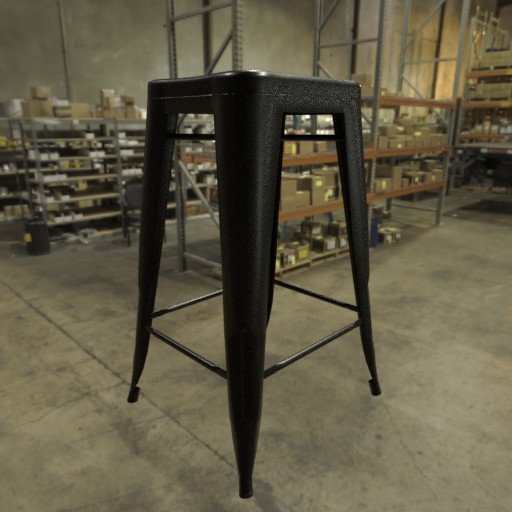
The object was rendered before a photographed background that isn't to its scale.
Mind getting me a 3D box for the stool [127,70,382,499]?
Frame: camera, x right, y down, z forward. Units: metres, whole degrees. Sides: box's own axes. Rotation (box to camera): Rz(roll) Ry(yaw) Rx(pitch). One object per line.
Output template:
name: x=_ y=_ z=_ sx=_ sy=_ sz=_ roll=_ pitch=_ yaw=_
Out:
stool: x=0.000 y=0.000 z=0.826 sx=0.359 sy=0.609 sz=0.399 roll=16 pitch=23 yaw=43
